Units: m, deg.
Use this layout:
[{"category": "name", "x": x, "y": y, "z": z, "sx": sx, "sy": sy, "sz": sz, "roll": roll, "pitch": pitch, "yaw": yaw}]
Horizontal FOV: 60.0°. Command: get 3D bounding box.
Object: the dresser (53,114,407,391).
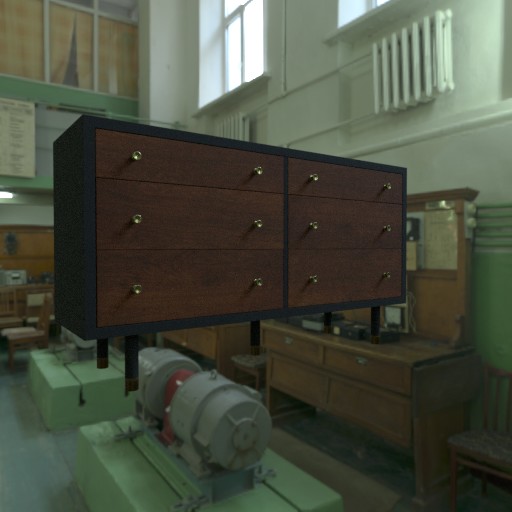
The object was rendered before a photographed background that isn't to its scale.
[{"category": "dresser", "x": 0.000, "y": 0.000, "z": 1.950, "sx": 1.558, "sy": 0.872, "sz": 0.463, "roll": -1, "pitch": 1, "yaw": -35}]
